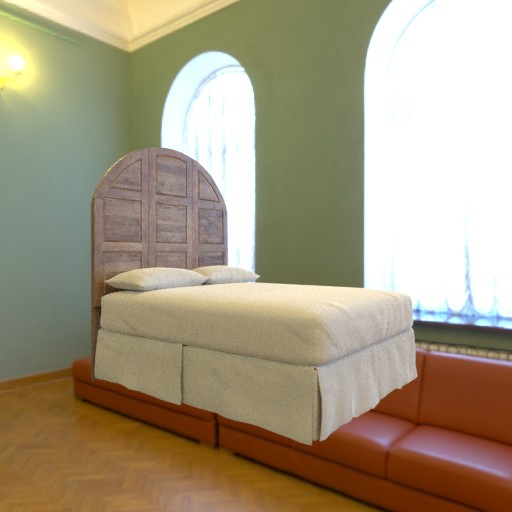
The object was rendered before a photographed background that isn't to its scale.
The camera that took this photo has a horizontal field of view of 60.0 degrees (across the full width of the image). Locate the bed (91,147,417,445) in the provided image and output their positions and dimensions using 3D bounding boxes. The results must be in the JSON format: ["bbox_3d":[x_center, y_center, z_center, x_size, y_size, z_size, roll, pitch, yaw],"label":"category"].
[{"bbox_3d":[0.000,0.000,3.572,2.112,2.002,1.713,0,0,37],"label":"bed"}]
